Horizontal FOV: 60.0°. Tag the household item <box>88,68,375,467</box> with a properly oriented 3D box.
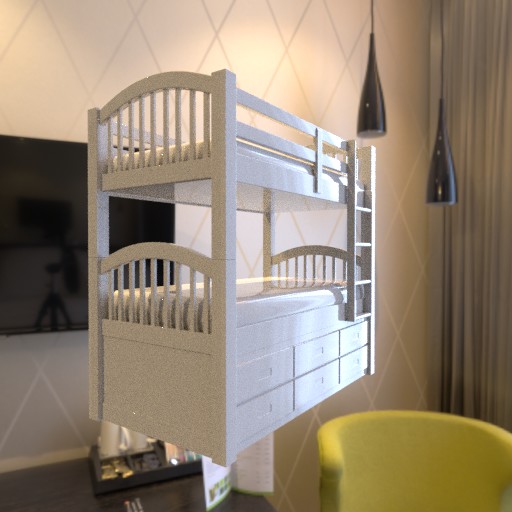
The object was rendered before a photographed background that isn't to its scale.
[{"bbox_3d":[0.000,0.000,3.281,1.143,2.032,2.032,1,1,35],"label":"household item"}]
